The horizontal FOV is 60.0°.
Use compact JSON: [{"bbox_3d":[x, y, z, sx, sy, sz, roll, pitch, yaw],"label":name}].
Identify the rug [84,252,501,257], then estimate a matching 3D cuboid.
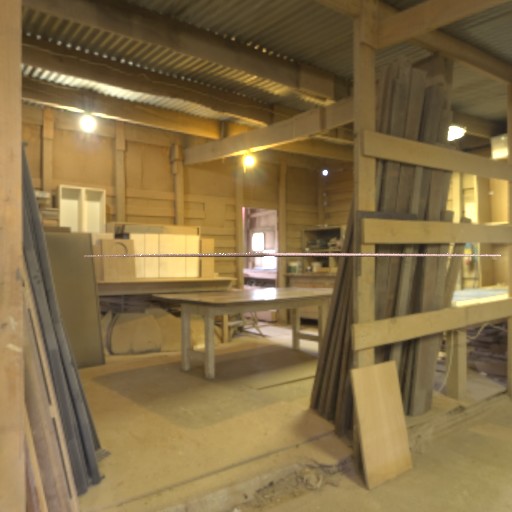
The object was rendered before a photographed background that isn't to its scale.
[{"bbox_3d":[0.000,0.000,2.242,1.219,0.009,1.829,0,0,-35],"label":"rug"}]
